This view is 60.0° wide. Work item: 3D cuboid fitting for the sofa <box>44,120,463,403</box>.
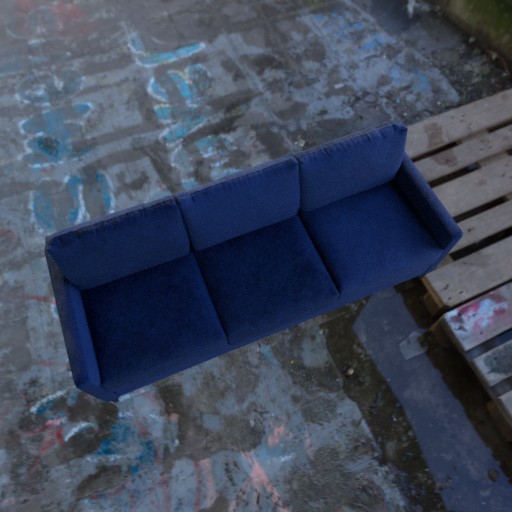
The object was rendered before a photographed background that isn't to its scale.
[{"bbox_3d":[0.000,0.000,2.650,2.252,0.879,0.875,-20,65,-10],"label":"sofa"}]
